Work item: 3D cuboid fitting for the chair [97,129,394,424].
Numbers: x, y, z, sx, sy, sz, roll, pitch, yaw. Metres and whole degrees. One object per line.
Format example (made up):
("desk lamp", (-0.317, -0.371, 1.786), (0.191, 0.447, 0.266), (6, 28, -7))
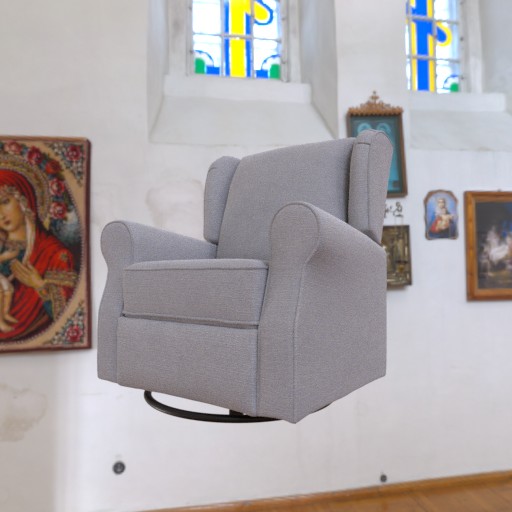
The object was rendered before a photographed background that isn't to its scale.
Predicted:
("chair", (0.000, 0.000, 1.663), (0.906, 0.966, 0.854), (-1, -2, 35))
